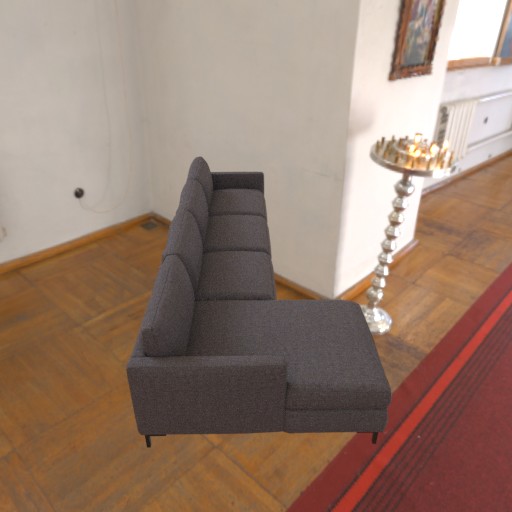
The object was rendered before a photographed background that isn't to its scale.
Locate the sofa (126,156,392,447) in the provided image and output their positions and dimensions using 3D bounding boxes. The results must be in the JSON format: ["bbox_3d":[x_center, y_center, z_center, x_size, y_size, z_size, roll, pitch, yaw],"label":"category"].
[{"bbox_3d":[0.000,0.000,3.260,1.258,0.754,2.731,-1,30,-1],"label":"sofa"}]
